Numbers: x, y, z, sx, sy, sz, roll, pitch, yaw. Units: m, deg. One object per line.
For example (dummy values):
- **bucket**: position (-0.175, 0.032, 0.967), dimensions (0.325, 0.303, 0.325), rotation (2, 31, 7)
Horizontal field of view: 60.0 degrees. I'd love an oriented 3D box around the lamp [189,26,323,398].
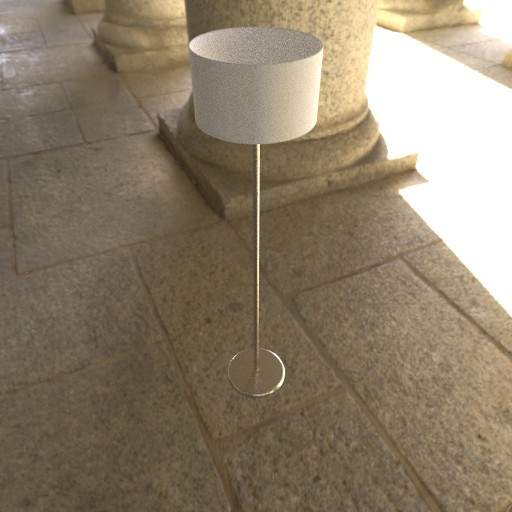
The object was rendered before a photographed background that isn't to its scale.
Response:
- **lamp**: position (0.000, 0.000, 1.614), dimensions (0.347, 1.443, 0.347), rotation (25, 46, 26)
